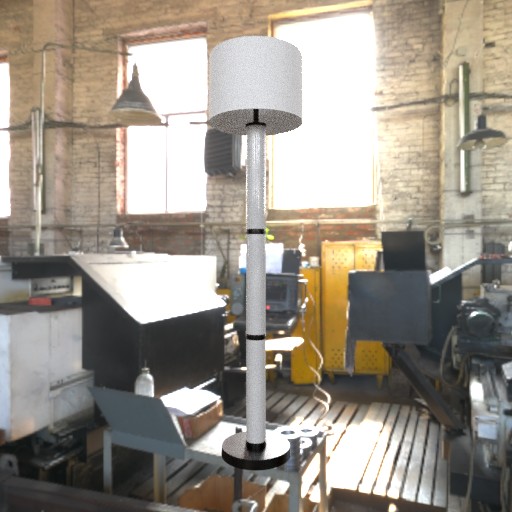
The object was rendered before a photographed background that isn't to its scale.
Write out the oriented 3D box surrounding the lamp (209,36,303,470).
[{"bbox_3d":[0.000,0.000,1.788,0.377,1.599,0.377,0,0,-19],"label":"lamp"}]
